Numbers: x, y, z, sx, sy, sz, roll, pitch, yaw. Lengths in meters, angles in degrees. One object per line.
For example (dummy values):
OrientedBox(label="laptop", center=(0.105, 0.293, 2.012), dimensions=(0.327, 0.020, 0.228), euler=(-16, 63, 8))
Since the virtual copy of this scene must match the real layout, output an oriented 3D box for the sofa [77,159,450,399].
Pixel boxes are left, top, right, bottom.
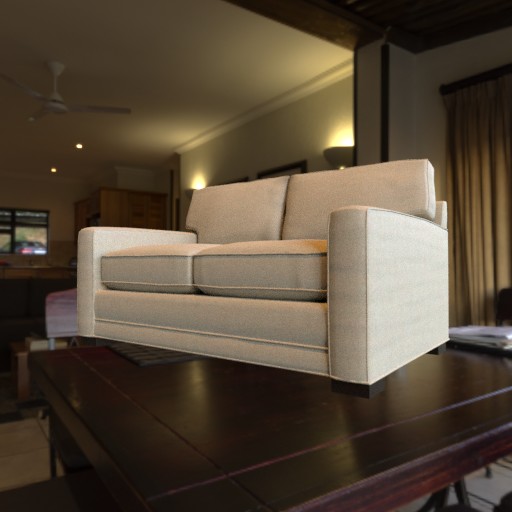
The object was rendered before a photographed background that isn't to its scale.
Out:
OrientedBox(label="sofa", center=(0.000, 0.000, 2.070), dimensions=(1.484, 0.853, 0.942), euler=(-1, -1, 37))
